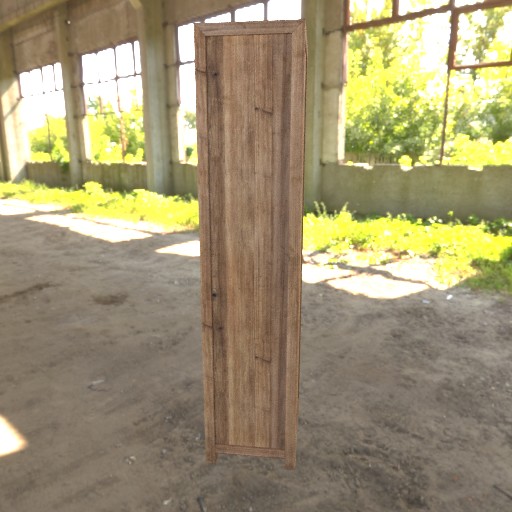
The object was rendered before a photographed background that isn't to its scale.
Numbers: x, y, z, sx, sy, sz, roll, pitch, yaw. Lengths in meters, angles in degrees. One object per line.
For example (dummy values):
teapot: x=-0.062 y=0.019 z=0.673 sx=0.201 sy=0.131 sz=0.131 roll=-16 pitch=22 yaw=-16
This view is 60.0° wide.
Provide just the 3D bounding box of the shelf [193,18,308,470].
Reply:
shelf: x=0.000 y=0.000 z=2.093 sx=0.428 sy=1.900 sz=0.500 roll=2 pitch=13 yaw=7
